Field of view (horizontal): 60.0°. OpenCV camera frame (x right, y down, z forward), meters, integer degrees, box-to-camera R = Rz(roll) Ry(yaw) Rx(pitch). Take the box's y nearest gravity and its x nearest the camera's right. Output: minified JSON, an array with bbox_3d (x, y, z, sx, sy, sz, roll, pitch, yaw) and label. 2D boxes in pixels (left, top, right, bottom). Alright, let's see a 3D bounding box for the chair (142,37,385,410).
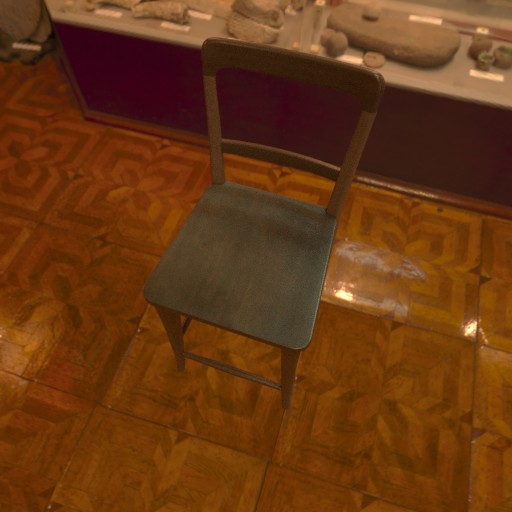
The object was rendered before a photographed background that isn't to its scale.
[{"bbox_3d":[0.000,0.000,1.301,0.450,0.991,0.546,17,59,10],"label":"chair"}]
